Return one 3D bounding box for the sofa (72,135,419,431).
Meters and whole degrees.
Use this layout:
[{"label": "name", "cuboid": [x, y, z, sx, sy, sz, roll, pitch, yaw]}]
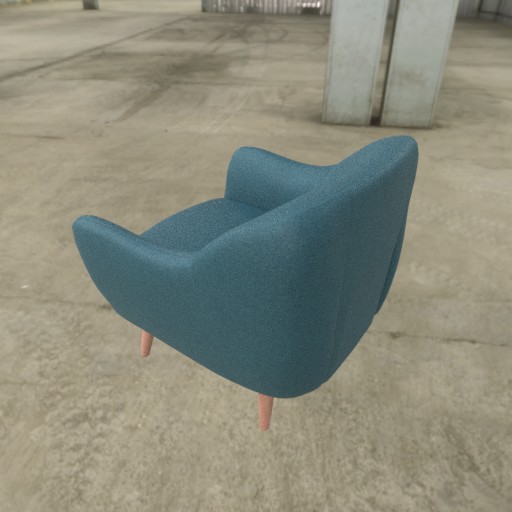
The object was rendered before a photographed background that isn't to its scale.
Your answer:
[{"label": "sofa", "cuboid": [0.000, 0.000, 1.470, 0.825, 0.817, 0.836, 21, 38, 30]}]
